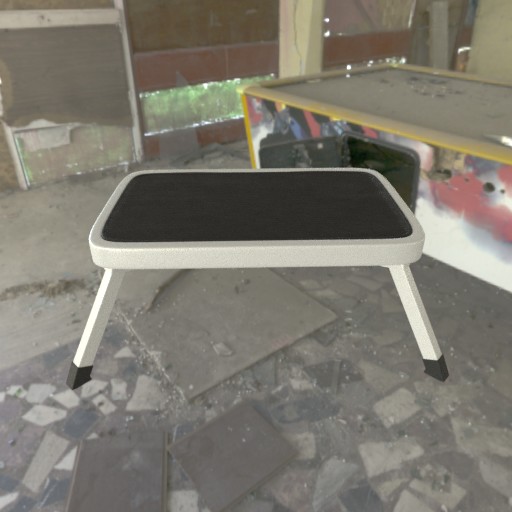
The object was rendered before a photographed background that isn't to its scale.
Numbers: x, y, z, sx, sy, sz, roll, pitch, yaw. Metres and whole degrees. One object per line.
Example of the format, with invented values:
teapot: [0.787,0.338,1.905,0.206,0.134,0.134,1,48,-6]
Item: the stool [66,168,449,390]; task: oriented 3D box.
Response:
stool: [0.000,0.000,0.617,0.460,0.170,0.320,-1,31,-1]
